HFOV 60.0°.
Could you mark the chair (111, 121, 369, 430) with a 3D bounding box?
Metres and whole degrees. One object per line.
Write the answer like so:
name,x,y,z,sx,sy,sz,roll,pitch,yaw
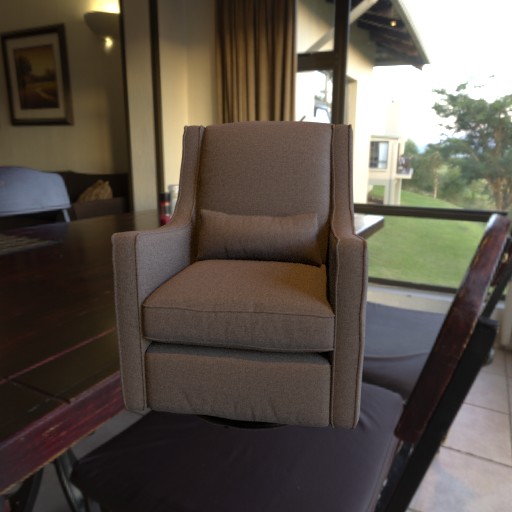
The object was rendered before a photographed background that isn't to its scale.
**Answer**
chair,0.000,0.000,1.635,0.732,0.993,0.879,2,14,8
